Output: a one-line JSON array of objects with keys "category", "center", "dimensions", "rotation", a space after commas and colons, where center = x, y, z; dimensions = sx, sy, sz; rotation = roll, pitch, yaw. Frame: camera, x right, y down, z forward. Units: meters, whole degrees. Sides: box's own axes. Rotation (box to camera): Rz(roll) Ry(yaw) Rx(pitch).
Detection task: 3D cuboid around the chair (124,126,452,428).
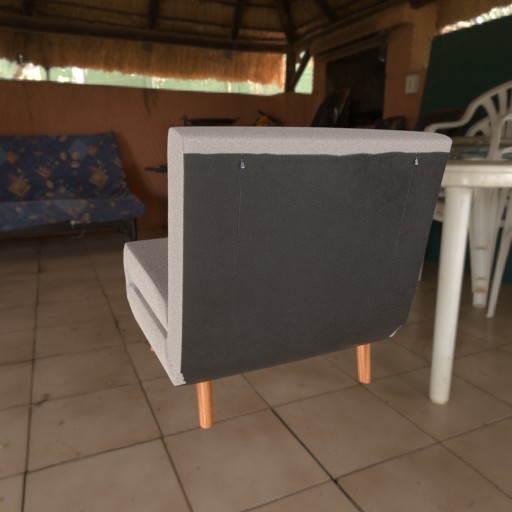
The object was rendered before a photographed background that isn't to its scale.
[{"category": "chair", "center": [0.000, 0.000, 1.502], "dimensions": [0.770, 0.808, 0.902], "rotation": [-6, 15, -25]}]
